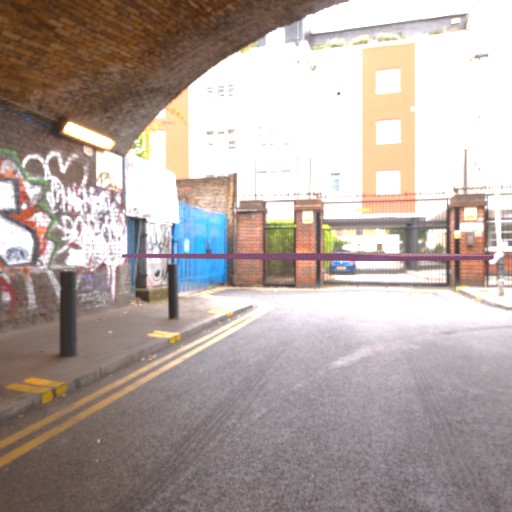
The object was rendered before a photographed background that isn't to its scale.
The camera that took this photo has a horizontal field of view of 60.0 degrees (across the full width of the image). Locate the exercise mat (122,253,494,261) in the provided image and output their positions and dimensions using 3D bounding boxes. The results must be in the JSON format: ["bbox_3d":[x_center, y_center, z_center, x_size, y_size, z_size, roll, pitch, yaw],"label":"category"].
[{"bbox_3d":[0.000,0.000,2.008,0.616,0.021,1.869,0,0,-36],"label":"exercise mat"}]
